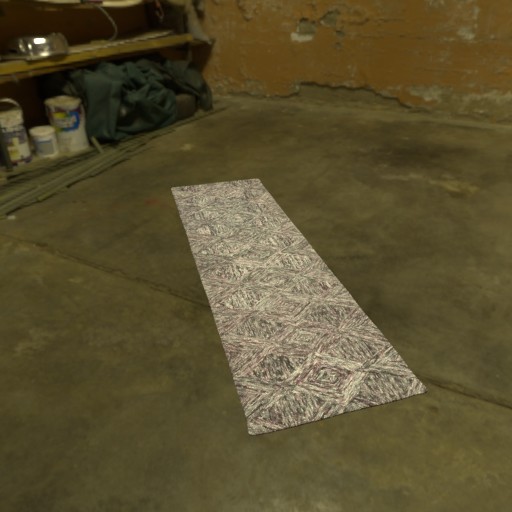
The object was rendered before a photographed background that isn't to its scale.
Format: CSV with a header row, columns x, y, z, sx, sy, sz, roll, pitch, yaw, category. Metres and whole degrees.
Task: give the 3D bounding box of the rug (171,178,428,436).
x,y,z,sx,sy,sz,roll,pitch,yaw,category
0.000,0.000,2.556,0.719,0.013,2.305,-9,32,-14,rug
